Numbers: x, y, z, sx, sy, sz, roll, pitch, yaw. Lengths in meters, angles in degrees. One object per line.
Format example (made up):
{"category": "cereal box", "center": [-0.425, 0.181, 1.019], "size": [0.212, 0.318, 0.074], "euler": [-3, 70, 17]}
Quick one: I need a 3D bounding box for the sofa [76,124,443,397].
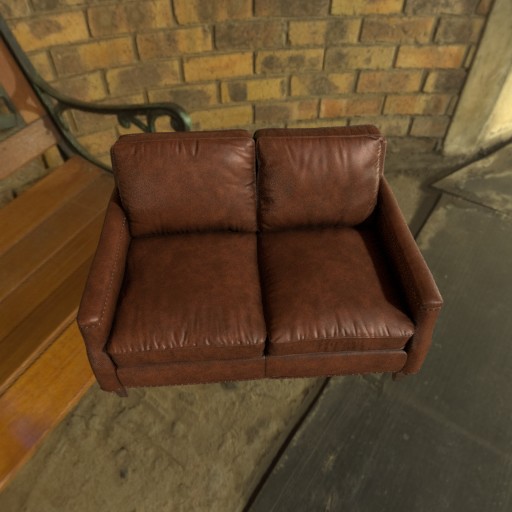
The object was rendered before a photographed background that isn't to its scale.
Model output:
{"category": "sofa", "center": [0.000, 0.000, 2.306], "size": [1.628, 1.003, 1.083], "euler": [-3, 46, -2]}
